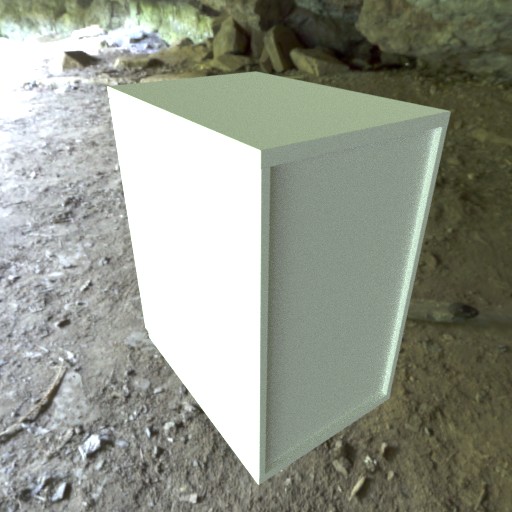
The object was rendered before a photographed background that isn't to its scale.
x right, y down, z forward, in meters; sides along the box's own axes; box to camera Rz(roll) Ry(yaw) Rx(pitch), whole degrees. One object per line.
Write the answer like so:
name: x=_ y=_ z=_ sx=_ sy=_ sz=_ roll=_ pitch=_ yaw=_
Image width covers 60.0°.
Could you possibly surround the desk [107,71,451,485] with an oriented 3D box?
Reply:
desk: x=0.000 y=0.000 z=1.062 sx=0.404 sy=0.730 sz=0.600 roll=-19 pitch=35 yaw=-30
